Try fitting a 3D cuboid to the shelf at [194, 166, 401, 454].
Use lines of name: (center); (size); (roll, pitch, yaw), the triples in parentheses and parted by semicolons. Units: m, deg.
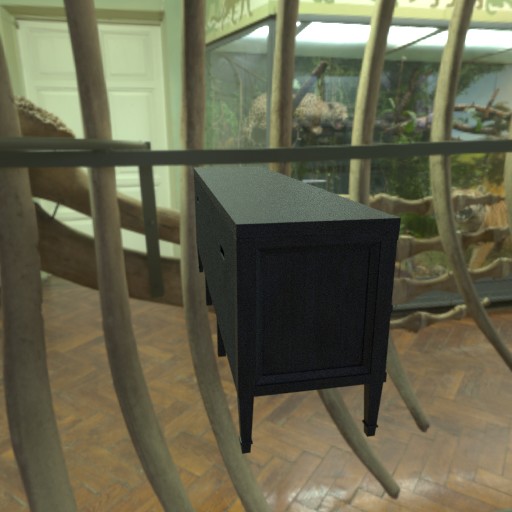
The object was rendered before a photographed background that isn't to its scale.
shelf: (0.000, 0.000, 2.173); (0.471, 0.715, 1.878); (-3, 16, -11)
